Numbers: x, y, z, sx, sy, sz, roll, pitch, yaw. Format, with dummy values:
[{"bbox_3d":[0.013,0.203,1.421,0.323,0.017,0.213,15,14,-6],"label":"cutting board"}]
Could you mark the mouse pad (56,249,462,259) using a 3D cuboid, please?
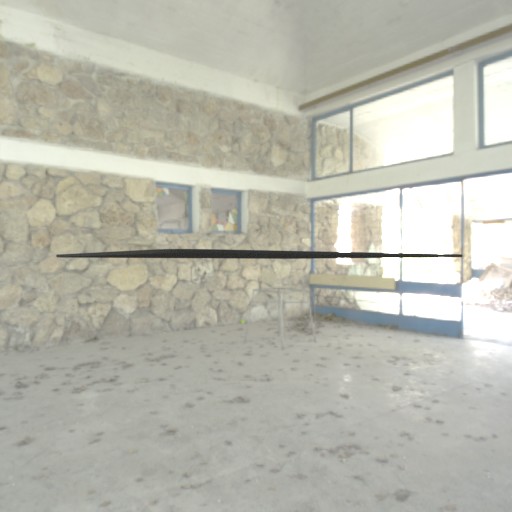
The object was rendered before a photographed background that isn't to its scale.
[{"bbox_3d":[0.000,0.000,0.343,0.249,0.002,0.211,1,-1,-37],"label":"mouse pad"}]
